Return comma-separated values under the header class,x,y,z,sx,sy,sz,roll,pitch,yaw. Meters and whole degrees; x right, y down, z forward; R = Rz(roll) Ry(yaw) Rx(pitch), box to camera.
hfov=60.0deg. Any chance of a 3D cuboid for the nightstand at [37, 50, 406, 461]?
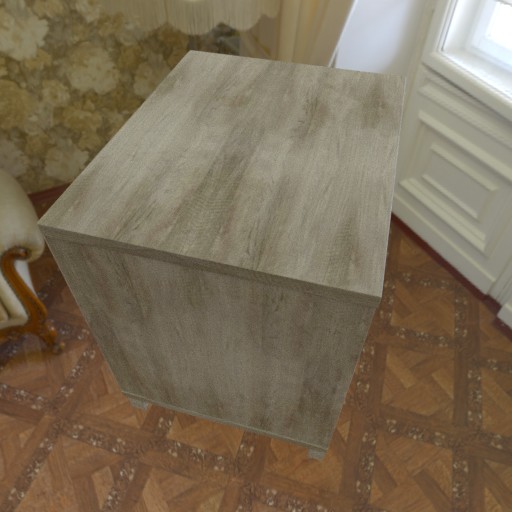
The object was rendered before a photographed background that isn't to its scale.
class,x,y,z,sx,sy,sz,roll,pitch,yaw
nightstand,0.000,0.000,0.721,0.347,0.448,0.427,12,49,10
